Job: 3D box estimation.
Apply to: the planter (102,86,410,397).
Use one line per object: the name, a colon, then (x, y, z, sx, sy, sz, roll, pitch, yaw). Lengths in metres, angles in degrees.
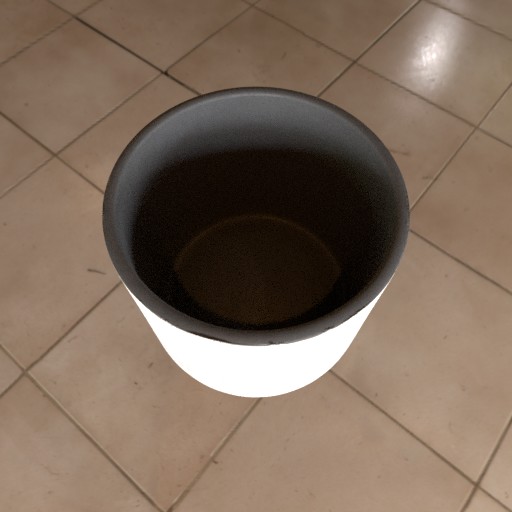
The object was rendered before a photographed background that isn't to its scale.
planter: (0.000, 0.000, 0.458, 0.254, 0.221, 0.254, 0, 63, 0)
